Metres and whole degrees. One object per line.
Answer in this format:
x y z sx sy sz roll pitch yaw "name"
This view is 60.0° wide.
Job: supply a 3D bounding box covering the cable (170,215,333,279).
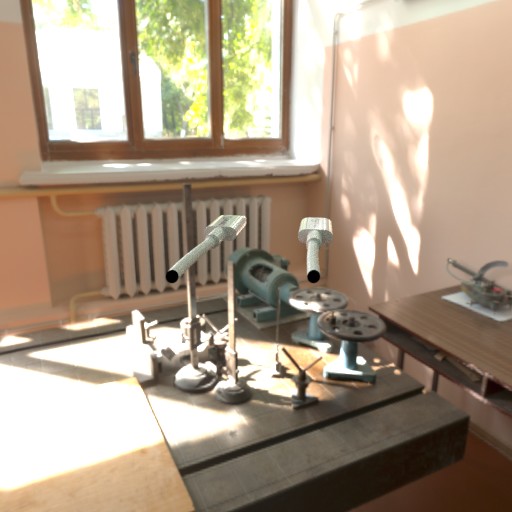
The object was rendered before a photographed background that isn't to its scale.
0.000 0.000 0.116 0.041 0.005 0.098 2 16 8 "cable"
